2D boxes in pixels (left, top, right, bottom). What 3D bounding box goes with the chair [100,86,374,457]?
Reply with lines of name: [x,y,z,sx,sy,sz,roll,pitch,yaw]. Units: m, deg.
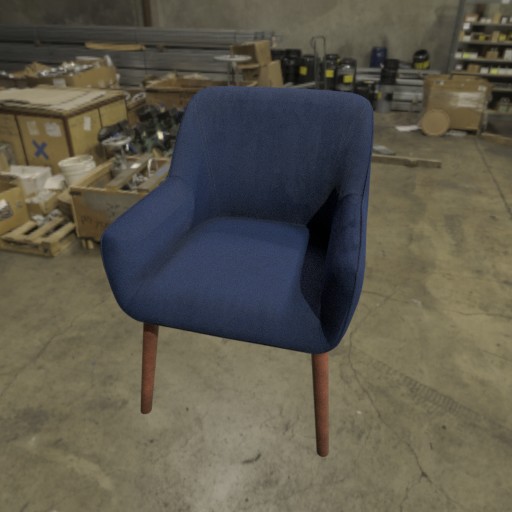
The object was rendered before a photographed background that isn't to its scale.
chair: [0.000,0.000,1.256,0.600,0.820,0.600,8,31,13]
